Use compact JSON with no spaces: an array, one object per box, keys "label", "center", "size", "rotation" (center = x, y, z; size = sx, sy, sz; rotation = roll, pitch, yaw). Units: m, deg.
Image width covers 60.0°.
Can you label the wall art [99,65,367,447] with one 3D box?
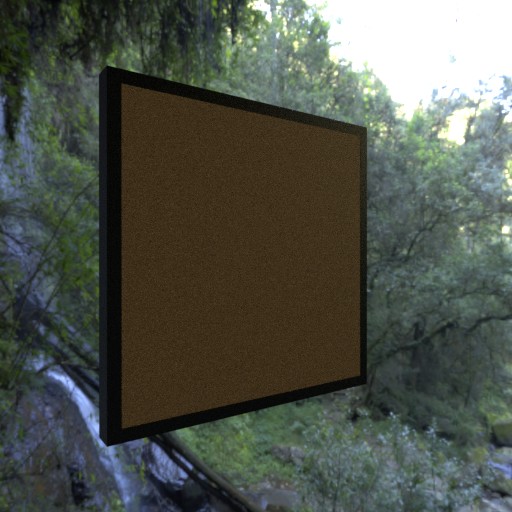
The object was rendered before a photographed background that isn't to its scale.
[{"label":"wall art","center":[0.000,0.000,0.749],"size":[0.508,0.508,0.038],"rotation":[0,0,-35]}]
